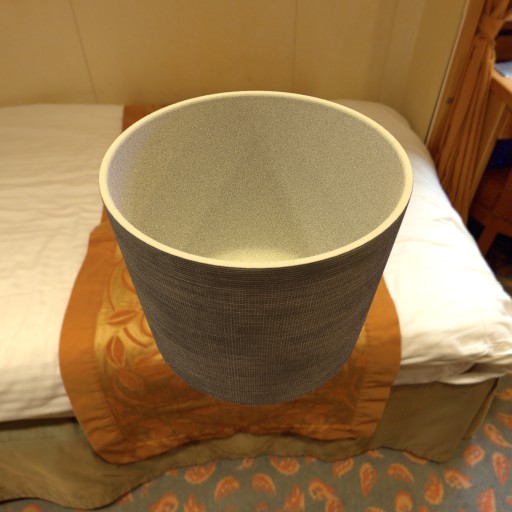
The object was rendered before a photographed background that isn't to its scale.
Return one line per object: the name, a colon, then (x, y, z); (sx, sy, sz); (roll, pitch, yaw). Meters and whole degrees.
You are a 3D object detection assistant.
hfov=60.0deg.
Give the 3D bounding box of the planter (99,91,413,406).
planter: (0.000, 0.000, 0.777); (0.440, 0.398, 0.440); (0, 45, 0)
